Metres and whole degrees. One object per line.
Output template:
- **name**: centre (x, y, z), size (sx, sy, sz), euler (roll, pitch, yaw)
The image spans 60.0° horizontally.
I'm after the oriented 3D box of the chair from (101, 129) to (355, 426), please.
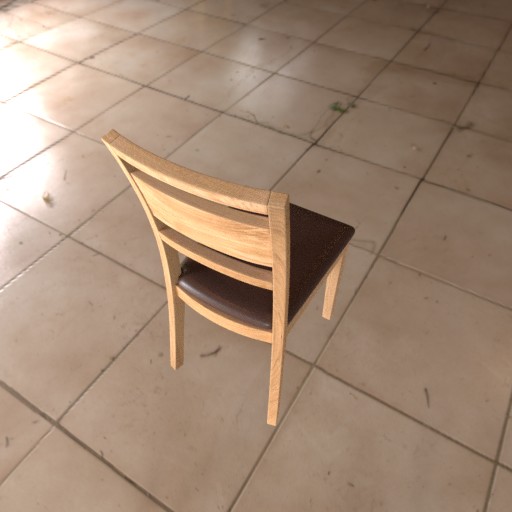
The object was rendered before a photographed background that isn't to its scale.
- **chair**: centre (0.000, 0.000, 1.271), size (0.420, 0.940, 0.545), euler (24, 52, 20)
